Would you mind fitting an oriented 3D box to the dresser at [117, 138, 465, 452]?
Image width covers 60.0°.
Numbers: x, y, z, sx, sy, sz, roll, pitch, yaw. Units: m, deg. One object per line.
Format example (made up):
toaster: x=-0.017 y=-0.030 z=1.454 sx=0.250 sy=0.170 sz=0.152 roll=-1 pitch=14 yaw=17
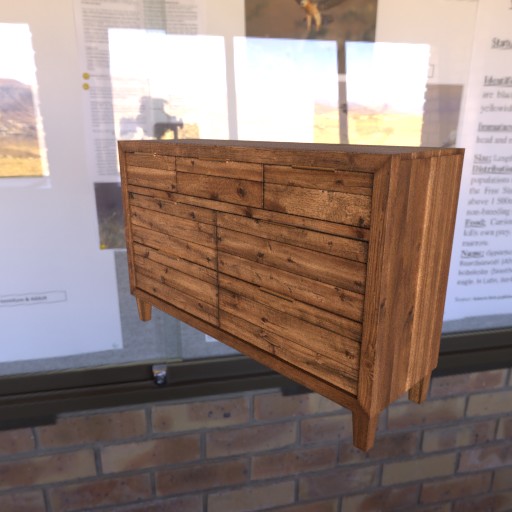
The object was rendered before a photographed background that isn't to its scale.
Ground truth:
dresser: x=0.000 y=0.000 z=1.812 sx=0.438 sy=0.892 sz=1.387 roll=-15 pitch=22 yaw=-42
